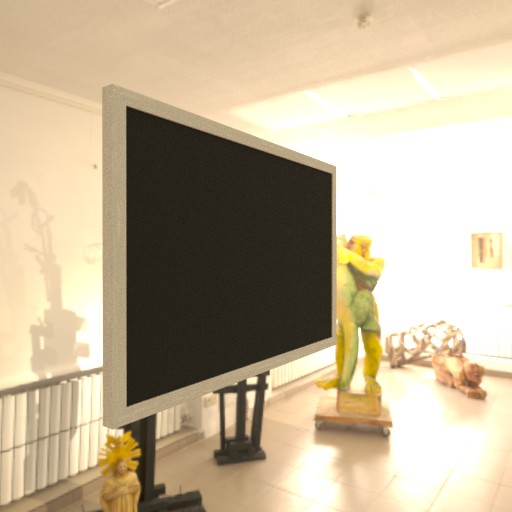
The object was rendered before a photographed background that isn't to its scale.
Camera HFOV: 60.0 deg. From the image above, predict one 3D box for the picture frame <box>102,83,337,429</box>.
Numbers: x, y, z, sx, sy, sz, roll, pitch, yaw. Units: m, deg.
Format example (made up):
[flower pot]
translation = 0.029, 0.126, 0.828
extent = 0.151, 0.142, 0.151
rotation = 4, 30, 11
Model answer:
[picture frame]
translation = 0.000, 0.000, 1.213
extent = 0.029, 0.640, 0.950
rotation = 0, 0, 36
